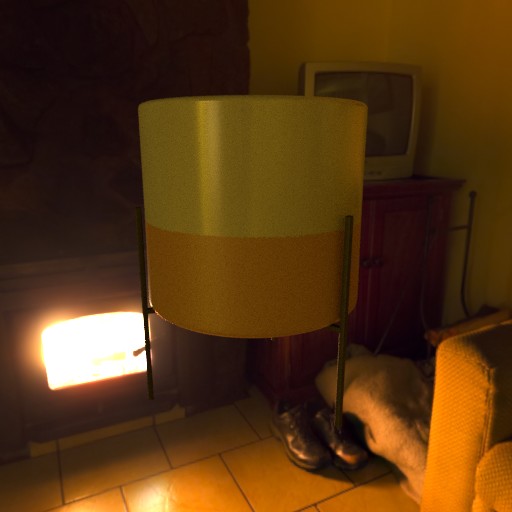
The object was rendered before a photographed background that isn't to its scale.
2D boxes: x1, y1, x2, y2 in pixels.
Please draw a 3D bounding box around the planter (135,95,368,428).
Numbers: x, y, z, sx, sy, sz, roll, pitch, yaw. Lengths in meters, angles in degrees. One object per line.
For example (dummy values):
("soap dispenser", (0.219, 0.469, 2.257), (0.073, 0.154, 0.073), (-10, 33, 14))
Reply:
("planter", (0.000, 0.000, 0.741), (0.360, 0.480, 0.348), (14, 20, 42))
